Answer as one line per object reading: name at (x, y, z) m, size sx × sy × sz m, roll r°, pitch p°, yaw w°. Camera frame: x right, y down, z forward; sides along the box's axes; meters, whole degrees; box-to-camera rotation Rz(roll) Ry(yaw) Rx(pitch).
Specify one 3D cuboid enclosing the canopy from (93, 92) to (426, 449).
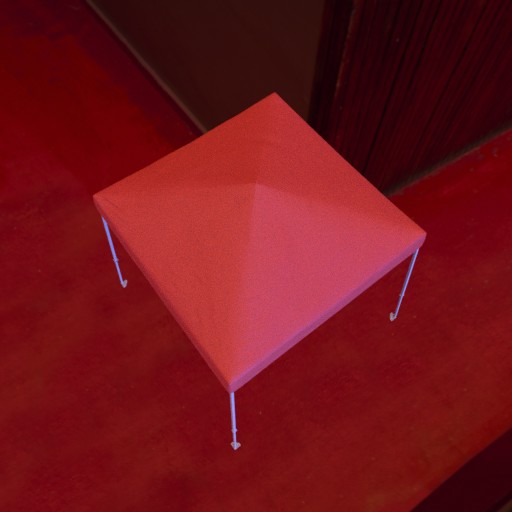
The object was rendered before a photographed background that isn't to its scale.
canopy at (0.000, 0.000, 6.520) m, size 3.599 × 3.600 × 3.600 m, roll -34°, pitch 68°, yaw -16°
